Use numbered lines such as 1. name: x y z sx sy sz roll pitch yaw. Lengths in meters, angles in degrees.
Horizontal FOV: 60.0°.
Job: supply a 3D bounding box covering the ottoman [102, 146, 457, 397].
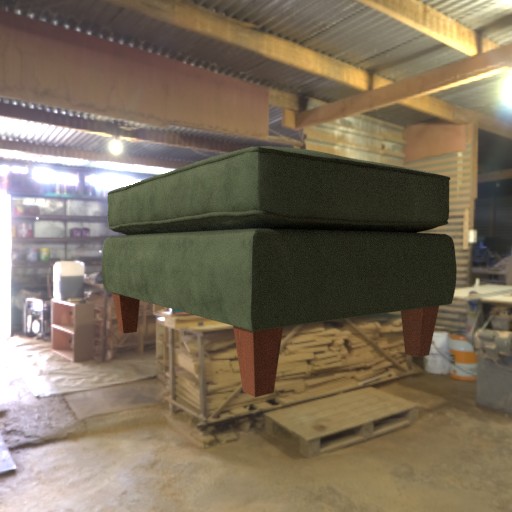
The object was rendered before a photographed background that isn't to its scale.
1. ottoman: 0.000 0.000 1.264 0.632 0.495 0.864 -1 2 -35
